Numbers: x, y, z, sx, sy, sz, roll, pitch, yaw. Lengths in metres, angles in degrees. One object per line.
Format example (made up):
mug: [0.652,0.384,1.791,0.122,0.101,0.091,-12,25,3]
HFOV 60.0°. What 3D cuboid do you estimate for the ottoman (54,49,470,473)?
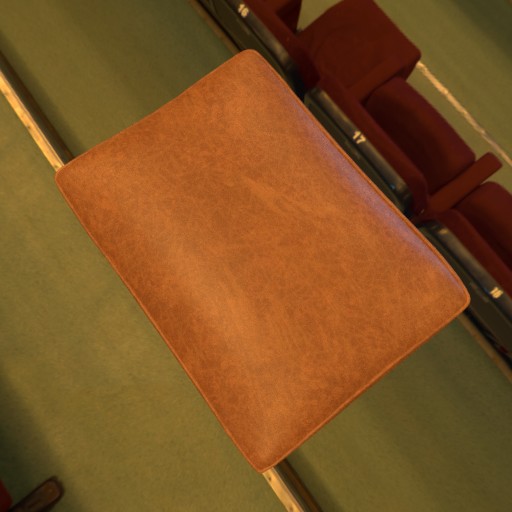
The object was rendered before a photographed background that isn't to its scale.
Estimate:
ottoman: [0.000,0.000,1.084,0.554,0.468,0.756,-36,79,-9]
